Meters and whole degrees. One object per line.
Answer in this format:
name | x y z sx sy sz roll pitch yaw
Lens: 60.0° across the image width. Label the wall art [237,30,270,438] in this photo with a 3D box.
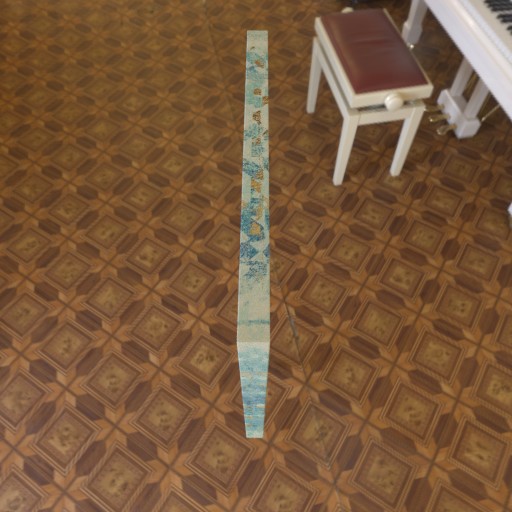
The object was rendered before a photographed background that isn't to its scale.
wall art | 0.000 0.000 0.922 0.040 0.609 0.609 1 58 0
